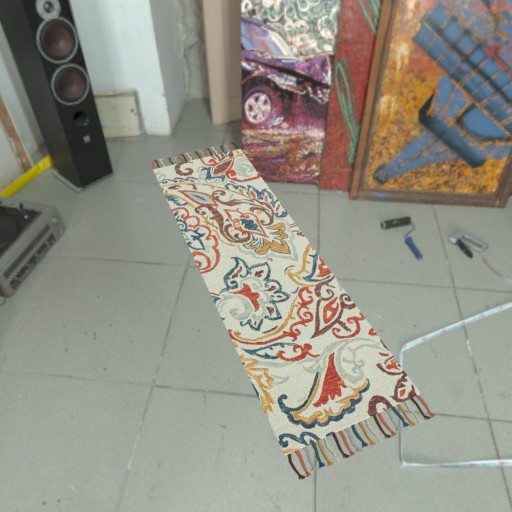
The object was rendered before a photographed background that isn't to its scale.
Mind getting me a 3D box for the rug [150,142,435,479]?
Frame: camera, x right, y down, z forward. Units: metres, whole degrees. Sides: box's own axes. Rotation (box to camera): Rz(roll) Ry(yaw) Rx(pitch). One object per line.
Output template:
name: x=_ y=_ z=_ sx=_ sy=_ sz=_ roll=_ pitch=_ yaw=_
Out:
rug: x=0.000 y=0.000 z=2.912 sx=0.763 sy=0.015 sz=2.682 roll=-17 pitch=48 yaw=-16
